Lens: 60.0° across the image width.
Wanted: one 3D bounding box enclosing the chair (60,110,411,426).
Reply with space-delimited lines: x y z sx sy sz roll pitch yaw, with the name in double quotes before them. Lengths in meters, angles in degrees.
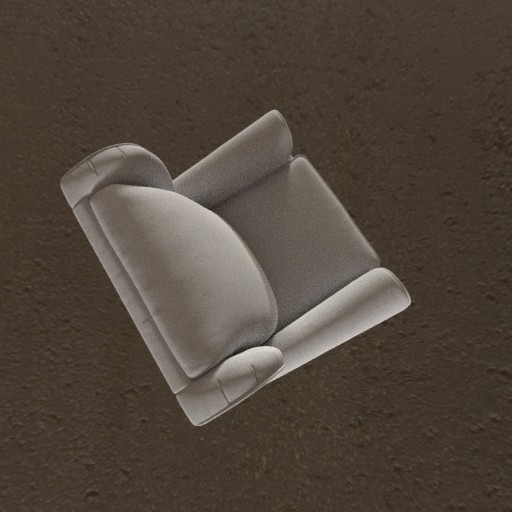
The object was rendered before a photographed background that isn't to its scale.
"chair" 0.000 0.000 1.663 0.854 0.967 0.906 -31 78 -8
